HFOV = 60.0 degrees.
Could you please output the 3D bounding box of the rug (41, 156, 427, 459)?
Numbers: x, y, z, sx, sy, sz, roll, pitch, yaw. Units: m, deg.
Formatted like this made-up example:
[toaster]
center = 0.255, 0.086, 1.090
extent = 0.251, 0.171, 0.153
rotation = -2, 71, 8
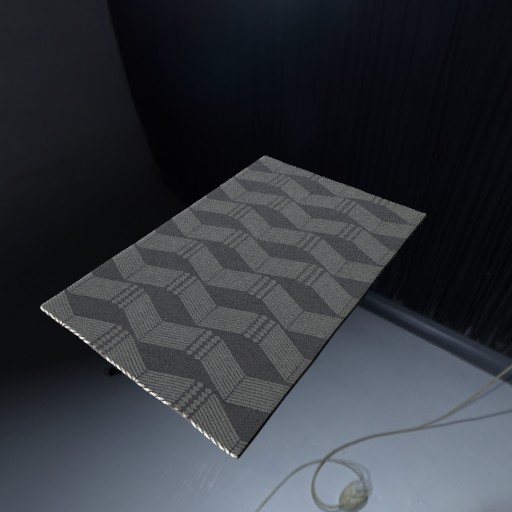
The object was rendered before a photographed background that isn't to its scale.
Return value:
[rug]
center = 0.000, 0.000, 2.390
extent = 1.210, 0.016, 1.833
rotation = 26, 48, 27
